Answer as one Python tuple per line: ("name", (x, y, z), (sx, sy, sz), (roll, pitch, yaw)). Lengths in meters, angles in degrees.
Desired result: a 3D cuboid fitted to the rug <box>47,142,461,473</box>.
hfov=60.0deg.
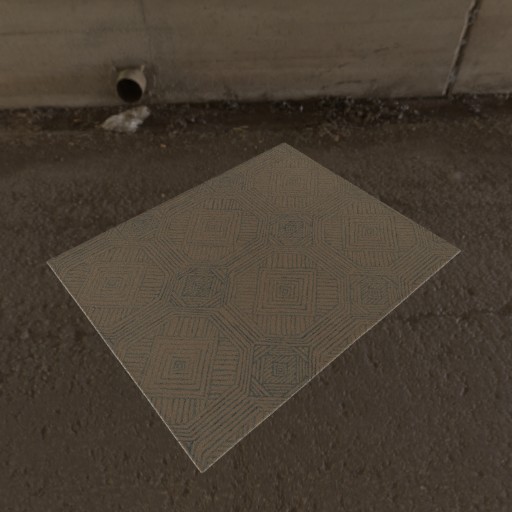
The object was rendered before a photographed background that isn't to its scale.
("rug", (0.000, 0.000, 4.179), (3.049, 0.015, 2.457), (-32, 55, -27))
